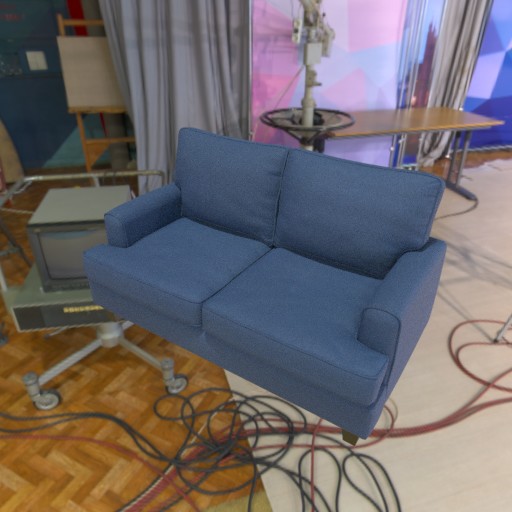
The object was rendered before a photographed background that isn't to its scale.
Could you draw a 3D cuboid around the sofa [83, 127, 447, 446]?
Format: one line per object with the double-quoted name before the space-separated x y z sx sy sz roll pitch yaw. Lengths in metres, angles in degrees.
"sofa" 0.000 0.000 2.257 1.651 0.965 0.965 19 35 28
